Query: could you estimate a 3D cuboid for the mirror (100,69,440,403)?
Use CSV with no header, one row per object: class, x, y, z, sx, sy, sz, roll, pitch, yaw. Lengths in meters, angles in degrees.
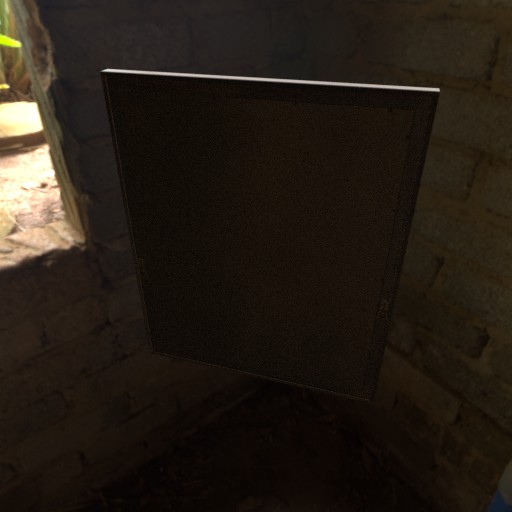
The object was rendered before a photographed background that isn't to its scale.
mirror,0.000,0.000,1.170,0.730,0.882,0.032,9,34,14
